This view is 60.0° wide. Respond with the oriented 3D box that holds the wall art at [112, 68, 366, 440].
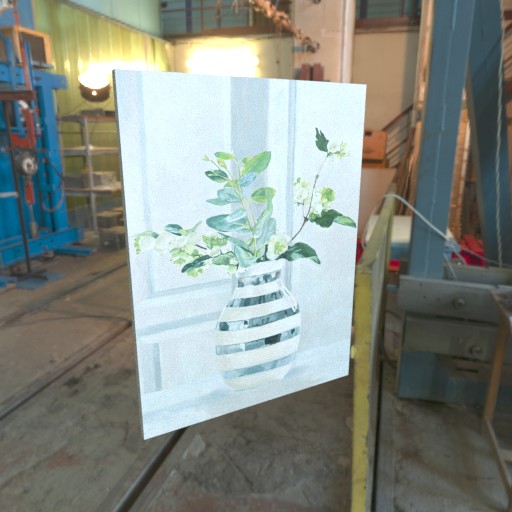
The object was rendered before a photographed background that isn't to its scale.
[{"bbox_3d":[0.000,0.000,1.617,0.914,1.212,0.038,-8,18,-27],"label":"wall art"}]
